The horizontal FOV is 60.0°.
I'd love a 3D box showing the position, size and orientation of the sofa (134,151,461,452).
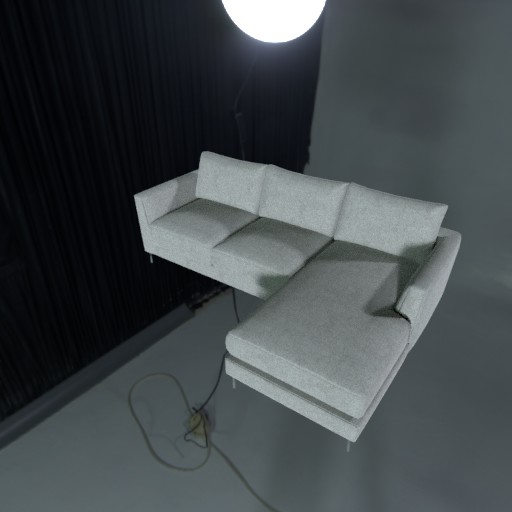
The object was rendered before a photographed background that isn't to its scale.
[{"bbox_3d":[0.000,0.000,3.218,2.438,0.864,1.626,20,35,30],"label":"sofa"}]
